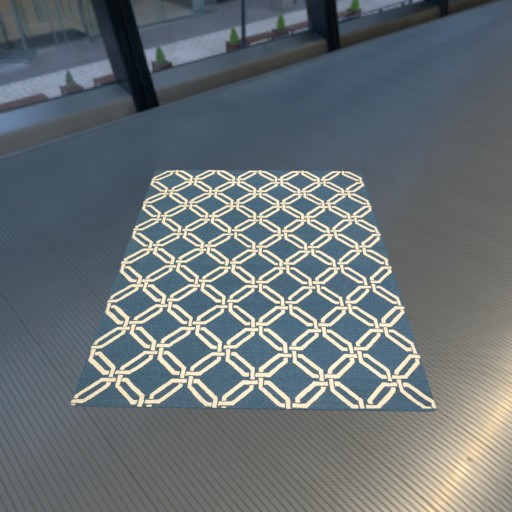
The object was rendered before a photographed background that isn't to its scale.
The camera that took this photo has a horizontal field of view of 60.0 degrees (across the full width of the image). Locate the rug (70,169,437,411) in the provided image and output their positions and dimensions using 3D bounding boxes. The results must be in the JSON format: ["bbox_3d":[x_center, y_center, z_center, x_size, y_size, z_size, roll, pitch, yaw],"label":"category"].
[{"bbox_3d":[0.000,0.000,3.808,2.277,0.020,2.867,1,41,1],"label":"rug"}]
